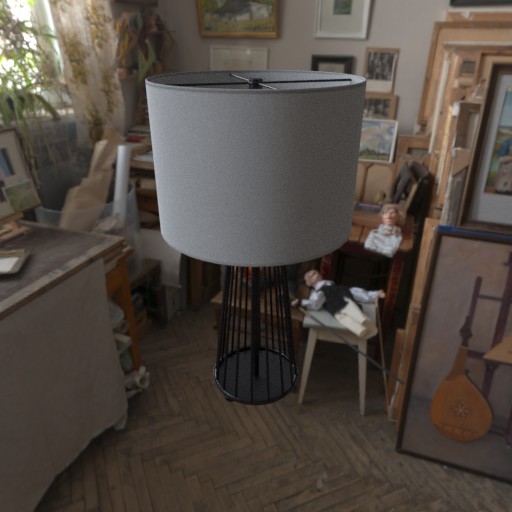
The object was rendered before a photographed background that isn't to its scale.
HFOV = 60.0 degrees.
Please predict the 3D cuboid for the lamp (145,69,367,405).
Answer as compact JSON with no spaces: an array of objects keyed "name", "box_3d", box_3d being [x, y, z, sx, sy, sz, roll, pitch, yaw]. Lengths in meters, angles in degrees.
[{"name":"lamp","box_3d":[0.000,0.000,0.791,0.322,0.593,0.322,-8,28,-15]}]
